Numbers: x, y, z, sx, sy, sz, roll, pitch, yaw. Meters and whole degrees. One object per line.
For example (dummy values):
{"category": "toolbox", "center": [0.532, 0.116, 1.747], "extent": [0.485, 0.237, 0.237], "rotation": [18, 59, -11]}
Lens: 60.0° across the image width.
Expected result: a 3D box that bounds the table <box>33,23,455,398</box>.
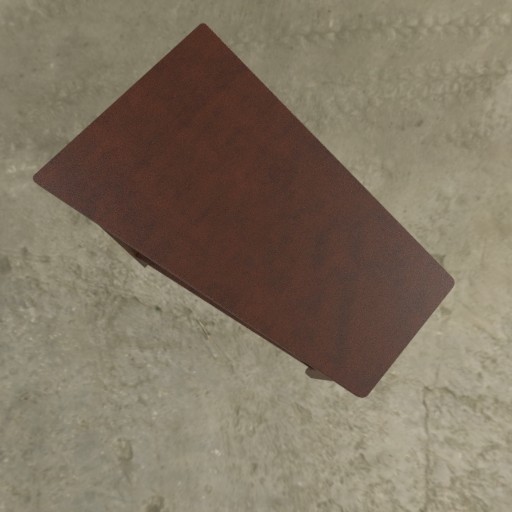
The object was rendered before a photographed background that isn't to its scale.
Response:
{"category": "table", "center": [0.000, 0.000, 0.976], "extent": [0.605, 0.589, 0.399], "rotation": [41, 79, 10]}
